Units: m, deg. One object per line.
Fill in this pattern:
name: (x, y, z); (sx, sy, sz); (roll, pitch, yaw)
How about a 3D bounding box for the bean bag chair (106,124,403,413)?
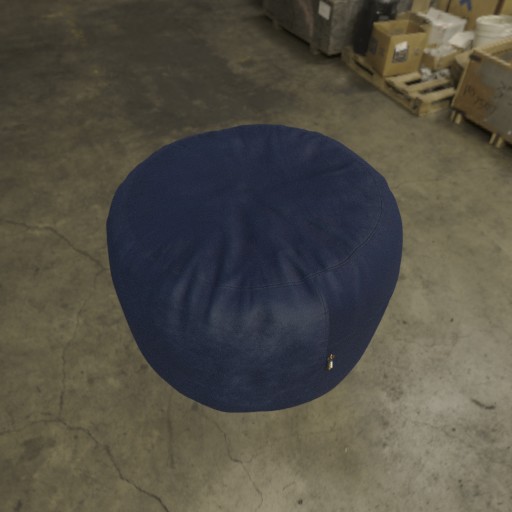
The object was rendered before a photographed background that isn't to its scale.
bean bag chair: (0.000, 0.000, 1.970); (1.219, 0.762, 1.219); (0, 46, 0)
